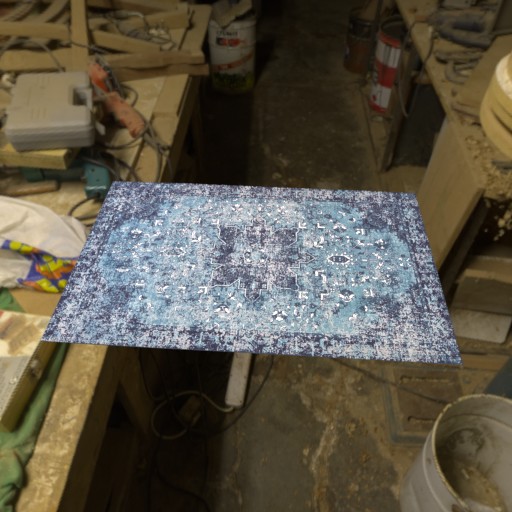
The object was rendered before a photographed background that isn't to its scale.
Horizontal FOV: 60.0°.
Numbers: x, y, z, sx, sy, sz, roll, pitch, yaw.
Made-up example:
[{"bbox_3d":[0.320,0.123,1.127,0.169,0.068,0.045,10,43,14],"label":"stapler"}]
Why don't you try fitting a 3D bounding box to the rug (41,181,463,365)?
[{"bbox_3d":[0.000,0.000,3.064,2.440,0.007,1.525,3,47,2],"label":"rug"}]
